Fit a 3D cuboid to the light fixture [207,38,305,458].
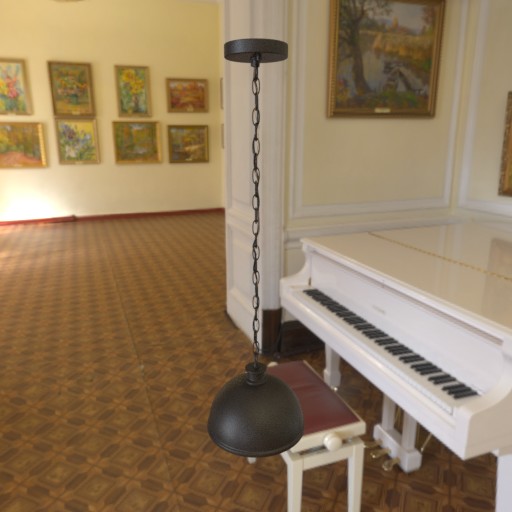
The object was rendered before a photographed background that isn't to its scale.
[{"bbox_3d":[0.000,0.000,1.248,0.304,1.090,0.304,-2,15,-8],"label":"light fixture"}]
